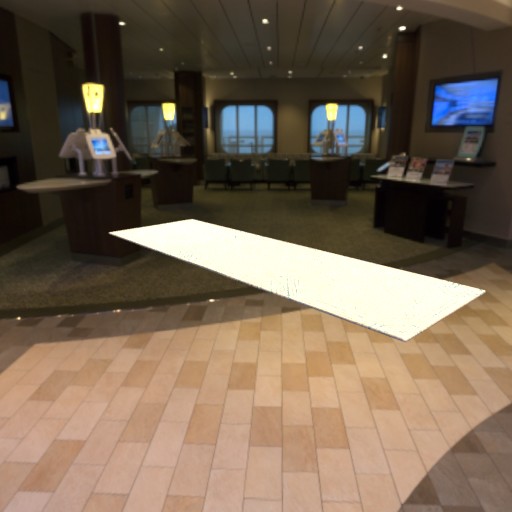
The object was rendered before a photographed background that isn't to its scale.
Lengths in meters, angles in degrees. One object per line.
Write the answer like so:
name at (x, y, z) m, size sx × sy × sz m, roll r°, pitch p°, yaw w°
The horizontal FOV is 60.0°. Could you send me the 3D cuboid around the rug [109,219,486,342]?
rug at (0.000, 0.000, 2.760) m, size 0.775 × 0.012 × 2.452 m, roll -14°, pitch 21°, yaw -41°
